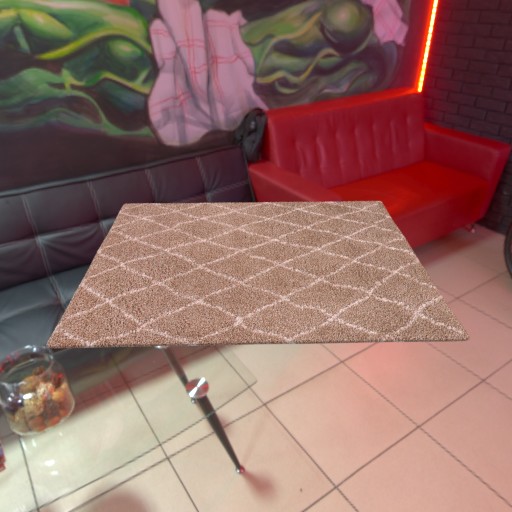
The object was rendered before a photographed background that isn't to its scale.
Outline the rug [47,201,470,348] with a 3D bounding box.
[{"bbox_3d":[0.000,0.000,4.208,3.047,0.029,2.438,-1,31,-1],"label":"rug"}]
